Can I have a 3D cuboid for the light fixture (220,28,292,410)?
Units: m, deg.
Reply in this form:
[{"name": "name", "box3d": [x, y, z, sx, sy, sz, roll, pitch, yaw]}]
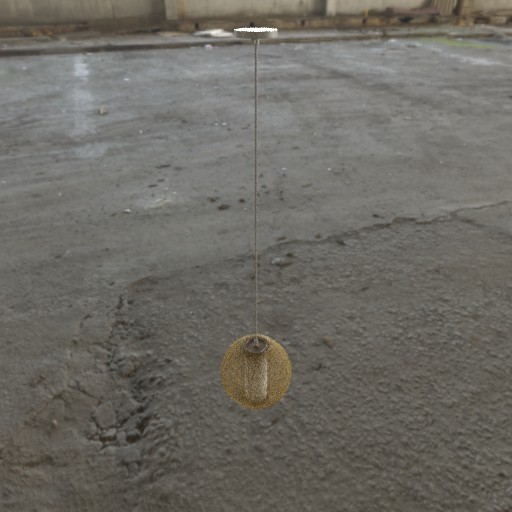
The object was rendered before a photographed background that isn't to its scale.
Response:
[{"name": "light fixture", "box3d": [0.000, 0.000, 2.144, 0.406, 1.955, 0.407, -10, 33, -16]}]
